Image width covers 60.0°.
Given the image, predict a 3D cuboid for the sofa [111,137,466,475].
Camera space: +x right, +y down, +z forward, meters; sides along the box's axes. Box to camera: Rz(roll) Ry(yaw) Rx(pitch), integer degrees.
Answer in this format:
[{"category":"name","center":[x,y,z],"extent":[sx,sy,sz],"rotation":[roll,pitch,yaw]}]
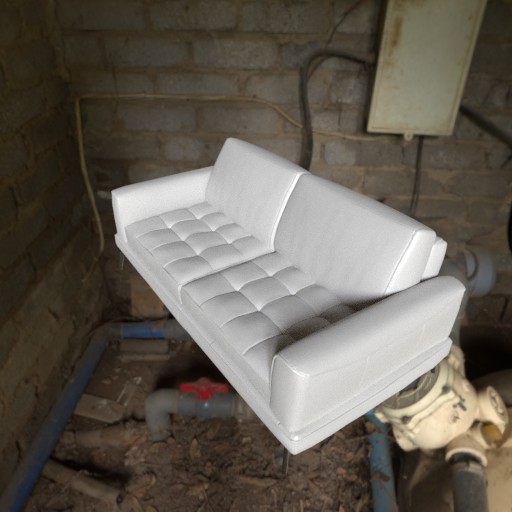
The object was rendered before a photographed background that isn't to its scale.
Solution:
[{"category":"sofa","center":[0.000,0.000,2.709],"extent":[1.121,0.930,2.177],"rotation":[-20,37,-29]}]
